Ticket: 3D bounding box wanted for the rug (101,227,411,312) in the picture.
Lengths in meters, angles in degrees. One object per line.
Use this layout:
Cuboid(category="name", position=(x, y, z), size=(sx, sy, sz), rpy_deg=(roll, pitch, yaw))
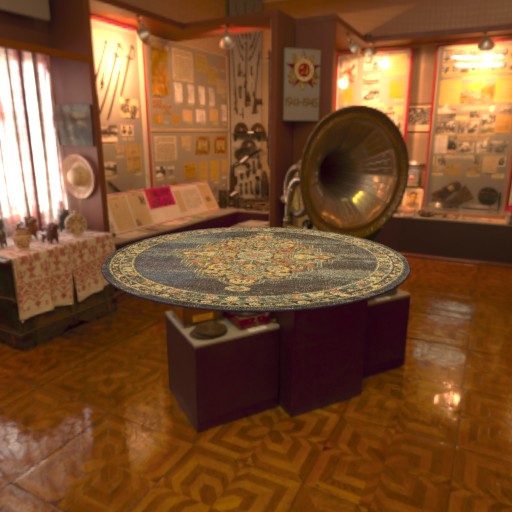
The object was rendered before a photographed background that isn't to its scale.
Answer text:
Cuboid(category="rug", position=(0.000, 0.000, 2.406), size=(1.591, 0.010, 1.591), rpy_deg=(0, 15, 0))
